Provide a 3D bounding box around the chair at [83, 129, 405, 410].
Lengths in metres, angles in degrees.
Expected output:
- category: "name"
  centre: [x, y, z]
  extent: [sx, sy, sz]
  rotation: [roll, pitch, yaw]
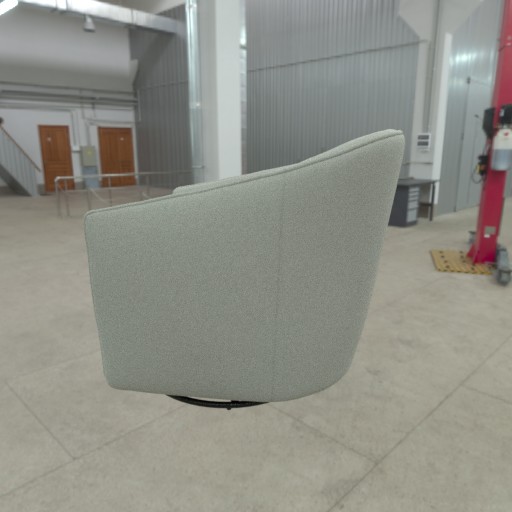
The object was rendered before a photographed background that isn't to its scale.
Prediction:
- category: "chair"
  centre: [0.000, 0.000, 1.464]
  extent: [0.875, 0.799, 0.747]
  rotation: [2, 14, 9]
